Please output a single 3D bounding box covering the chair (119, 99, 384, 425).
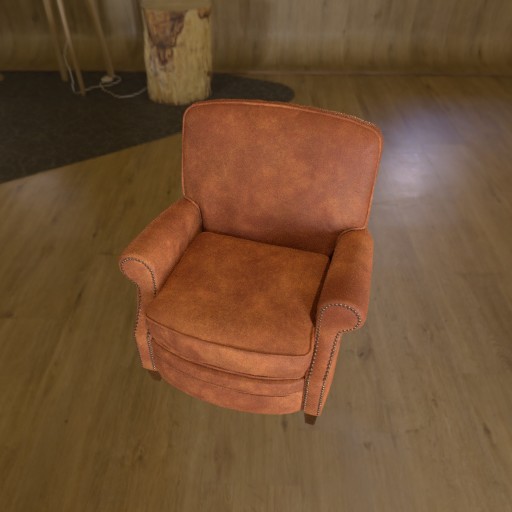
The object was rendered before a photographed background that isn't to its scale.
[{"bbox_3d":[0.000,0.000,1.819,0.936,1.018,0.986,12,43,13],"label":"chair"}]
